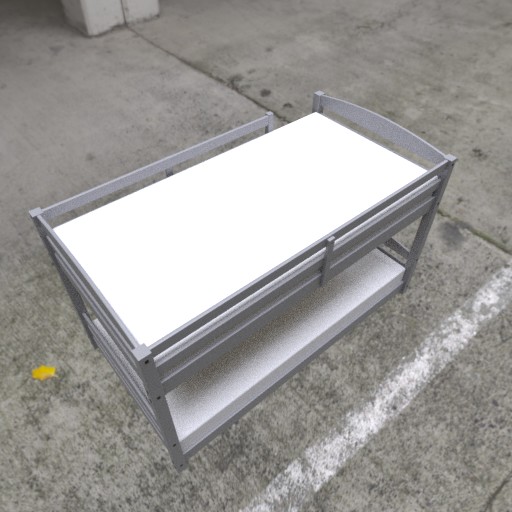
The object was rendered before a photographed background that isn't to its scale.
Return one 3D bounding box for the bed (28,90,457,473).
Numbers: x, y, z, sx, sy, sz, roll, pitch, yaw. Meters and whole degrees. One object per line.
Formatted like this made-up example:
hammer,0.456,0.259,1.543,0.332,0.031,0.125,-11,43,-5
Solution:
bed,0.000,0.000,2.720,2.013,1.206,1.105,-31,53,-27
